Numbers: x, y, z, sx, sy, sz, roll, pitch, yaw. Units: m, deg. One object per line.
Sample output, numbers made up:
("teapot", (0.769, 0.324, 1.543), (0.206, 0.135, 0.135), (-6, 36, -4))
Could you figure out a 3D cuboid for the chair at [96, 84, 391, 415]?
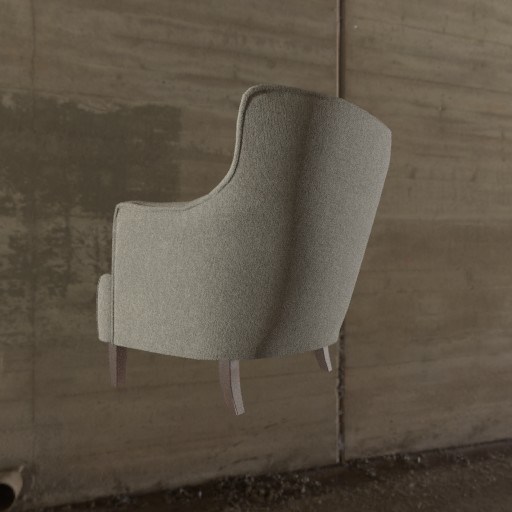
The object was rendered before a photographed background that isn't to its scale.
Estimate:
("chair", (0.000, 0.000, 1.608), (0.910, 0.920, 0.820), (0, 0, 36))
